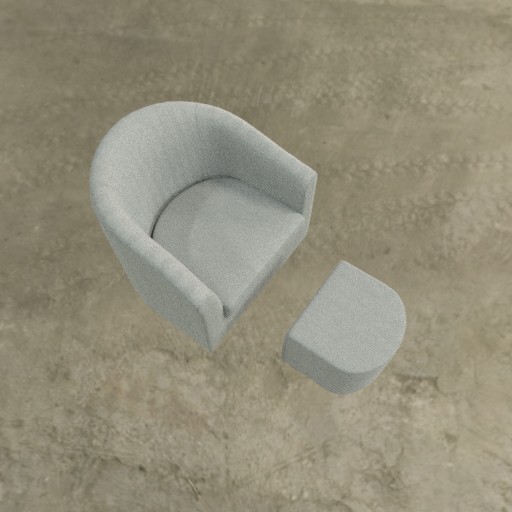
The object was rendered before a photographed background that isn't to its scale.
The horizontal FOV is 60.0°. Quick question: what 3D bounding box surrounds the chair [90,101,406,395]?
[{"bbox_3d":[0.000,0.000,1.792,1.288,0.757,0.756,32,63,18],"label":"chair"}]
